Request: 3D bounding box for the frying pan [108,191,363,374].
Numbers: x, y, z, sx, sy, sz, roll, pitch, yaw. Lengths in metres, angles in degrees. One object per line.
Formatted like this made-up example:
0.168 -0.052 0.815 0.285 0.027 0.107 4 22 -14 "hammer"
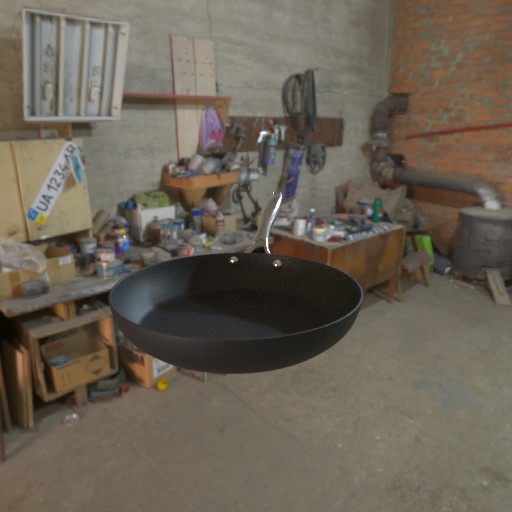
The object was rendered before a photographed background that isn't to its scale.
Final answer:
0.000 0.000 0.563 0.255 0.105 0.472 3 16 10 "frying pan"
